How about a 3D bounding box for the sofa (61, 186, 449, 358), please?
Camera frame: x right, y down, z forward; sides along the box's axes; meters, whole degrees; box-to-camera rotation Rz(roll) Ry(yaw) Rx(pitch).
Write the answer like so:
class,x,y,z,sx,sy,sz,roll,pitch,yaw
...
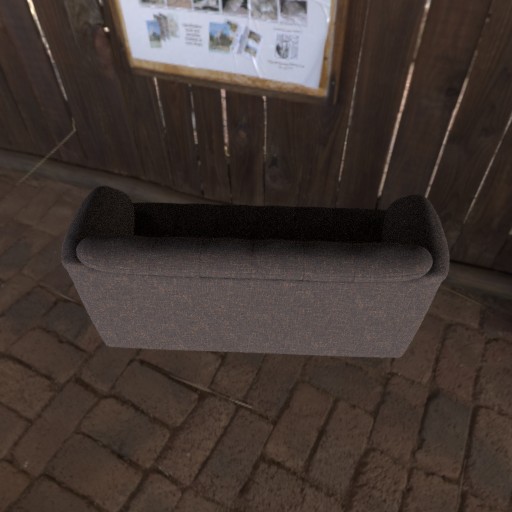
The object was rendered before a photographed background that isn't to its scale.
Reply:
class,x,y,z,sx,sy,sz,roll,pitch,yaw
sofa,0.000,0.000,2.339,1.849,0.790,0.887,2,46,2
